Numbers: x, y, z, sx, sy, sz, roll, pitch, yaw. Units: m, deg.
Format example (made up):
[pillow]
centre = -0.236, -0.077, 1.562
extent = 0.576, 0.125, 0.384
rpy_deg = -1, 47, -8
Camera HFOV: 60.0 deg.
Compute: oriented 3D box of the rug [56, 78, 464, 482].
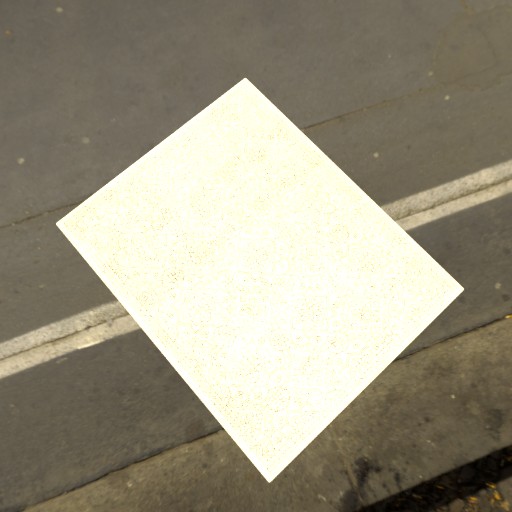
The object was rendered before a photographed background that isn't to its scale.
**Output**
[rug]
centre = 0.000, 0.000, 4.180
extent = 2.441, 0.015, 3.050
rpy_deg = -41, 79, -10
